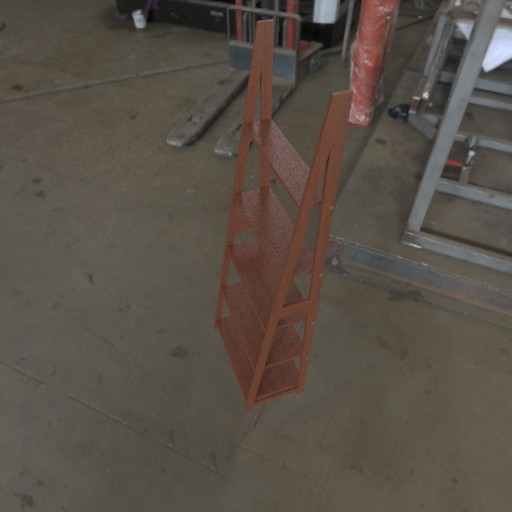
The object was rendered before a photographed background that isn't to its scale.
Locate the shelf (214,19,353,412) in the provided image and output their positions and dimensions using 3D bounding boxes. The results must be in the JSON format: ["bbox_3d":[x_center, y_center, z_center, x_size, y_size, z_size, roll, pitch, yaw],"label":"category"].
[{"bbox_3d":[0.000,0.000,2.009,0.350,1.770,0.600,-15,48,-14],"label":"shelf"}]
